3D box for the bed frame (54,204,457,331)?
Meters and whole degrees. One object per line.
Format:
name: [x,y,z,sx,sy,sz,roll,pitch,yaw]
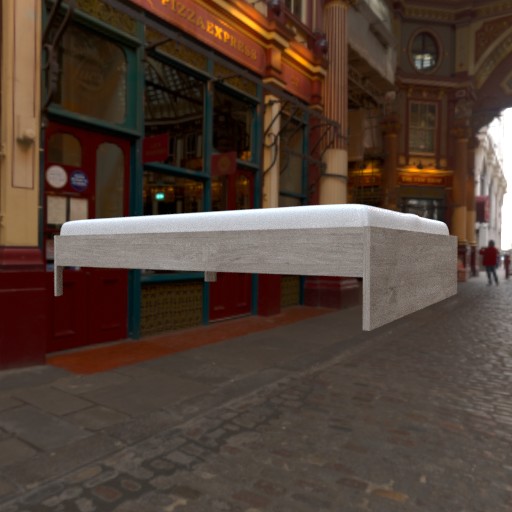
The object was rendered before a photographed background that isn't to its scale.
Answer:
bed frame: [0.000,0.000,2.641,1.950,0.462,1.490,1,1,35]
